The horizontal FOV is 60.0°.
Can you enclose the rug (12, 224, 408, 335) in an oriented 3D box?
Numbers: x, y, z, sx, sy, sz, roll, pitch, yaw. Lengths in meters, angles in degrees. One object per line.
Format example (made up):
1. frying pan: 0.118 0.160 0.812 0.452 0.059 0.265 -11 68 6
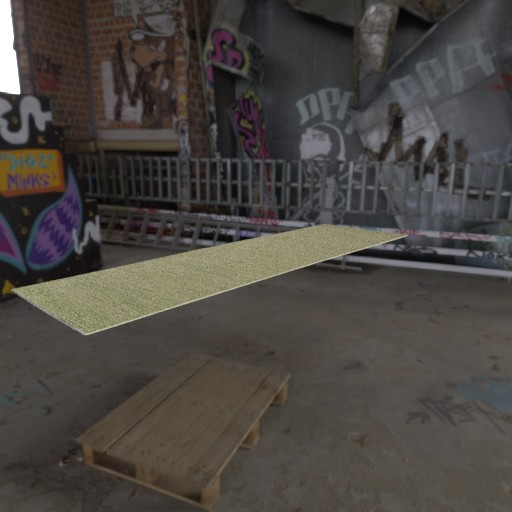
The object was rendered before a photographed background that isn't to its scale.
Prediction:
1. rug: 0.000 0.000 2.493 0.686 0.013 2.340 13 19 42
